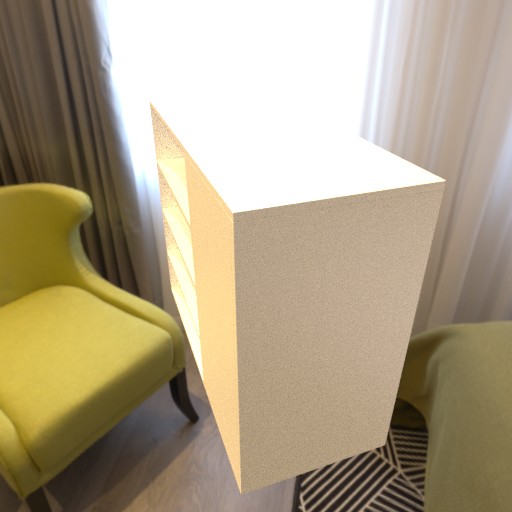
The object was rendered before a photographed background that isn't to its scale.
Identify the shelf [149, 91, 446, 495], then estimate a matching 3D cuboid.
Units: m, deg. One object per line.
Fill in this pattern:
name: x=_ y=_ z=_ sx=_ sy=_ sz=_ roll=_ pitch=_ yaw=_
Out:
shelf: x=0.000 y=0.000 z=1.278 sx=0.396 sy=0.732 sz=0.895 roll=-10 pitch=32 yaw=-17
